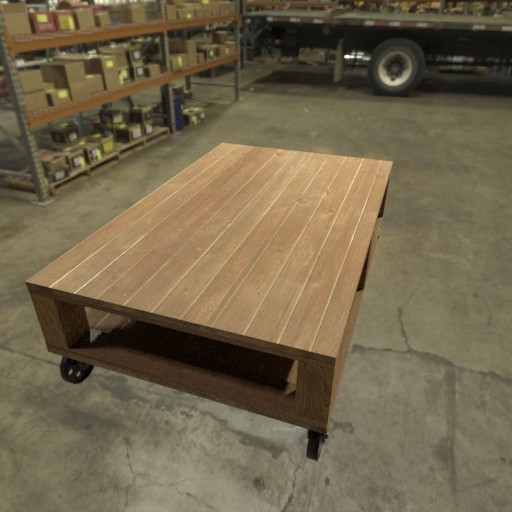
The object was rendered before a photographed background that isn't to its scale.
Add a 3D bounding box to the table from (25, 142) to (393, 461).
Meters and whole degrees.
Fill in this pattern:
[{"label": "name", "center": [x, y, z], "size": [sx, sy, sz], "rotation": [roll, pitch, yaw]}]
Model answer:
[{"label": "table", "center": [0.000, 0.000, 1.680], "size": [0.827, 0.413, 1.299], "rotation": [11, 33, 17]}]
